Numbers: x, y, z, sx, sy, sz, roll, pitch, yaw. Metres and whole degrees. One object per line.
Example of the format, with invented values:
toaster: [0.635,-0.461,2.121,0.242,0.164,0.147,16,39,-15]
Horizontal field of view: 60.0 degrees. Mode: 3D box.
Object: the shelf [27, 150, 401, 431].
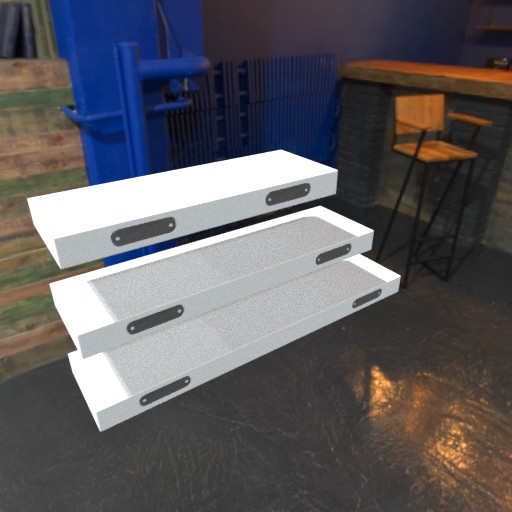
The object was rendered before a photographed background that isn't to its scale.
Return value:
shelf: [0.000,0.000,0.734,0.610,0.293,0.140,-18,33,-30]
